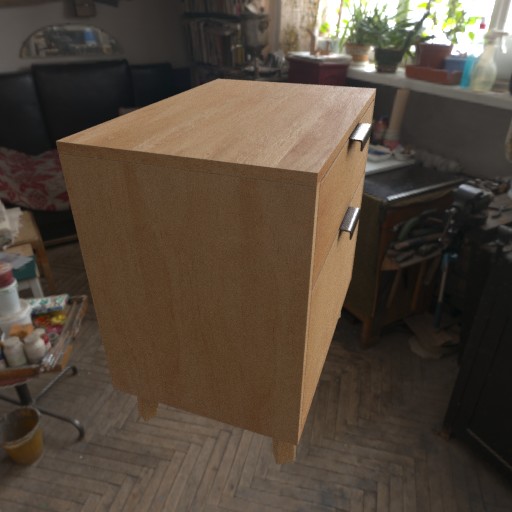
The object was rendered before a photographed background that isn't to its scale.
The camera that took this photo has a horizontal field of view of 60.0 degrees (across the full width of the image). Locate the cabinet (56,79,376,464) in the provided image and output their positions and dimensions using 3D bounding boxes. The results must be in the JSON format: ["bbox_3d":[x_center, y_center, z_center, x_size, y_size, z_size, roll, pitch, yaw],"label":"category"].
[{"bbox_3d":[0.000,0.000,0.934,0.394,0.599,0.551,10,32,17],"label":"cabinet"}]
